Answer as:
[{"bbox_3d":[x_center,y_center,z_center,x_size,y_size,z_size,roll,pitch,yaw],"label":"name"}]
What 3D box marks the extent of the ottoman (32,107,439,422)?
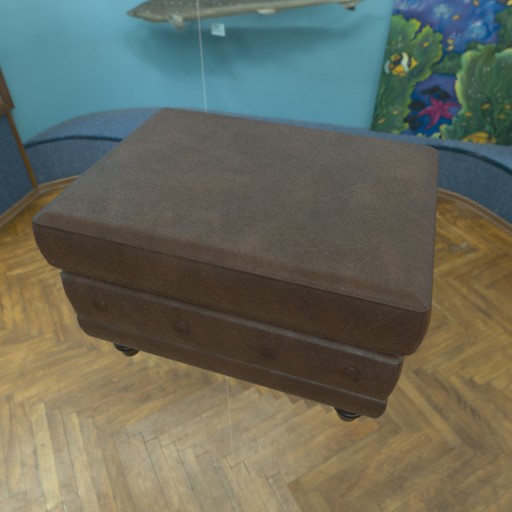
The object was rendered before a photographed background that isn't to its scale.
[{"bbox_3d":[0.000,0.000,1.150,0.795,0.509,0.588,12,43,14],"label":"ottoman"}]
